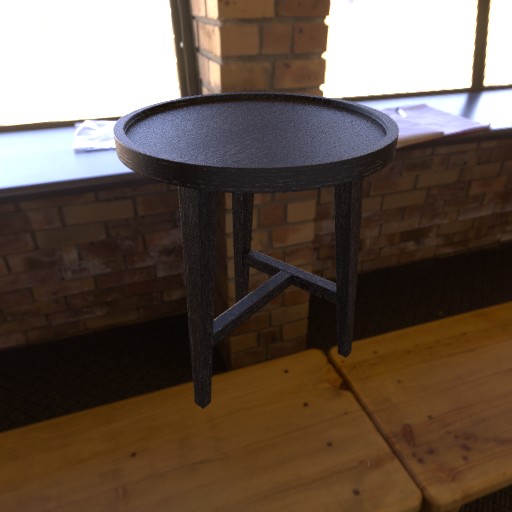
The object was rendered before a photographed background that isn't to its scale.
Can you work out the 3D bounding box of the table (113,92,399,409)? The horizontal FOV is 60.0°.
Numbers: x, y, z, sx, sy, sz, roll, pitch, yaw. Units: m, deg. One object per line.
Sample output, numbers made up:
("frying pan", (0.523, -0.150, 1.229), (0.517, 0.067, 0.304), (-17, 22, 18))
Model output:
("table", (0.000, 0.000, 0.759), (0.399, 0.460, 0.399), (0, 31, 0))
